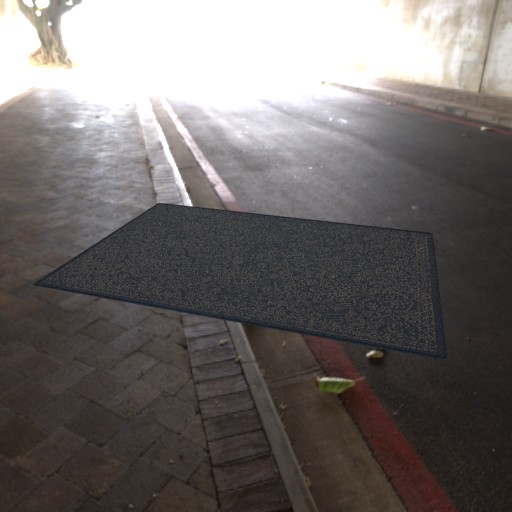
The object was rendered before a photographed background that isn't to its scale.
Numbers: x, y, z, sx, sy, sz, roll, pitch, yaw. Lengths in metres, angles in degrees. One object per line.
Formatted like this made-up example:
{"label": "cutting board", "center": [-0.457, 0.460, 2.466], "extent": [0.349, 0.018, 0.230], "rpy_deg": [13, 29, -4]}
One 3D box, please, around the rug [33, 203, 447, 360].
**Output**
{"label": "rug", "center": [0.000, 0.000, 2.367], "extent": [1.829, 0.010, 1.219], "rpy_deg": [8, 27, 16]}
